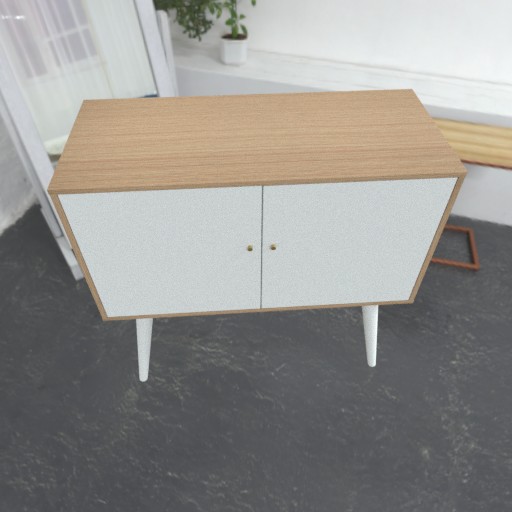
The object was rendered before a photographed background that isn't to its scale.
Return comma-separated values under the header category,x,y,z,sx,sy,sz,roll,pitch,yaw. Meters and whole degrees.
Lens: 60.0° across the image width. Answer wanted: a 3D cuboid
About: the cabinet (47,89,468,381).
category,x,y,z,sx,sy,sz,roll,pitch,yaw
cabinet,0.000,0.000,1.631,1.057,1.016,0.470,-3,47,-3
